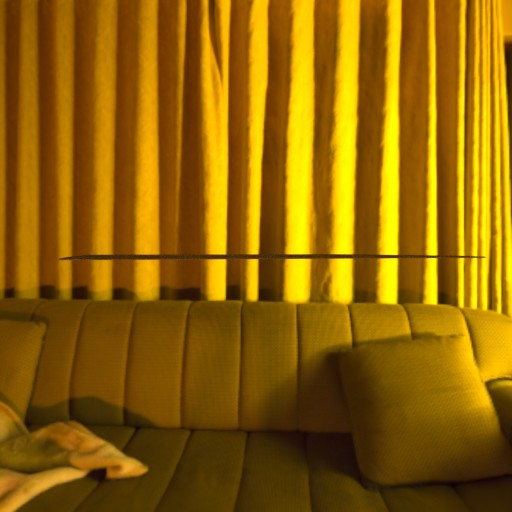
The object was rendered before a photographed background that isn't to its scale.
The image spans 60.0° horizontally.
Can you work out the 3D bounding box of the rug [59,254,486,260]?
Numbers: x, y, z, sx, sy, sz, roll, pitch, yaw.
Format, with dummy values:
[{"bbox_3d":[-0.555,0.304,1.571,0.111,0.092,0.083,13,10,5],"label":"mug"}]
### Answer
[{"bbox_3d":[0.000,0.000,2.929,2.214,0.013,1.609,0,1,-17],"label":"rug"}]
